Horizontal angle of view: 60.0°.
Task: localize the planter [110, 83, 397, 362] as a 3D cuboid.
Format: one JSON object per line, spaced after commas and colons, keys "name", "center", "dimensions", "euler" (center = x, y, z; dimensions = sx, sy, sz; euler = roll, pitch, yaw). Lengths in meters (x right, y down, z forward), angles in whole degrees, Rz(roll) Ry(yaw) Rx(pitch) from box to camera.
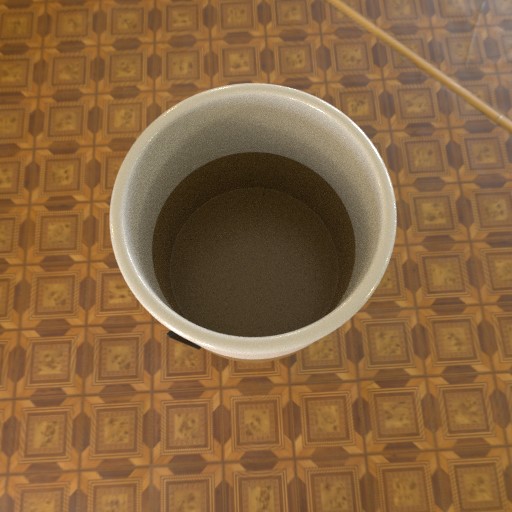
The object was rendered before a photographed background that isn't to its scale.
{"name": "planter", "center": [0.000, 0.000, 0.669], "dimensions": [0.310, 0.432, 0.310], "euler": [-3, 75, -1]}
